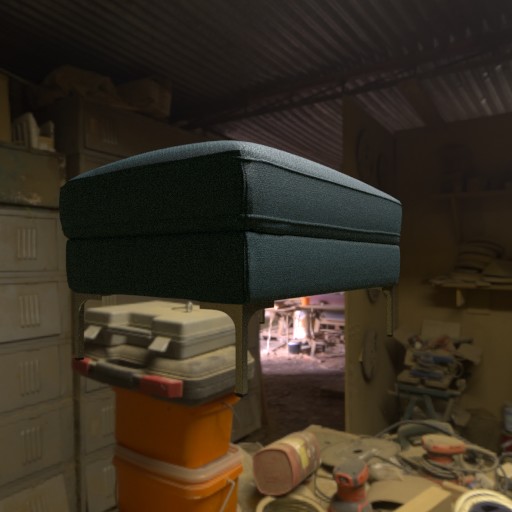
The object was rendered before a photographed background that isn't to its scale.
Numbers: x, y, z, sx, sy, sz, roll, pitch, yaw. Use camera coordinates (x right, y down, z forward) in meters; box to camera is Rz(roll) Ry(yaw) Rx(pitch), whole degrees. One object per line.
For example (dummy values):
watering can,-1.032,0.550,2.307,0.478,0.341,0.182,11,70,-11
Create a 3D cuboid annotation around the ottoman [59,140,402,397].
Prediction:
ottoman,0.000,0.000,1.224,0.563,0.498,0.856,-1,-1,36
